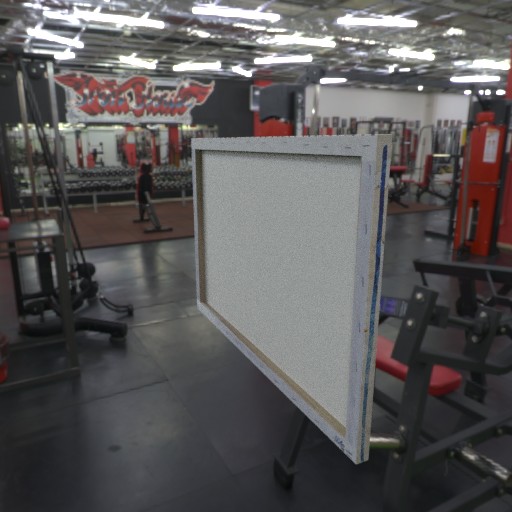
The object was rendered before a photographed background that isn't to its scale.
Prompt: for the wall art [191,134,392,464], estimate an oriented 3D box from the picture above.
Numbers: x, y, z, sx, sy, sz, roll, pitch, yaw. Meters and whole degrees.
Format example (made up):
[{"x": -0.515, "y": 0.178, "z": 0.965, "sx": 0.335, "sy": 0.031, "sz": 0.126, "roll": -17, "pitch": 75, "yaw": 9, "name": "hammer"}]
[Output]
[{"x": 0.000, "y": 0.000, "z": 1.462, "sx": 0.038, "sy": 0.757, "sz": 1.143, "roll": -7, "pitch": 16, "yaw": -26, "name": "wall art"}]
